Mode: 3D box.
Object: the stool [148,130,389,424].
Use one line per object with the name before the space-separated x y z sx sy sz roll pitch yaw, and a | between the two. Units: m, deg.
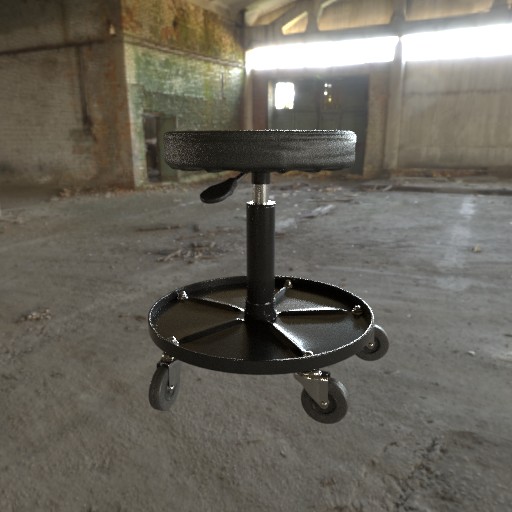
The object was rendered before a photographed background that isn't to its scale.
stool | 0.000 0.000 0.674 0.381 0.365 0.382 7 17 26
